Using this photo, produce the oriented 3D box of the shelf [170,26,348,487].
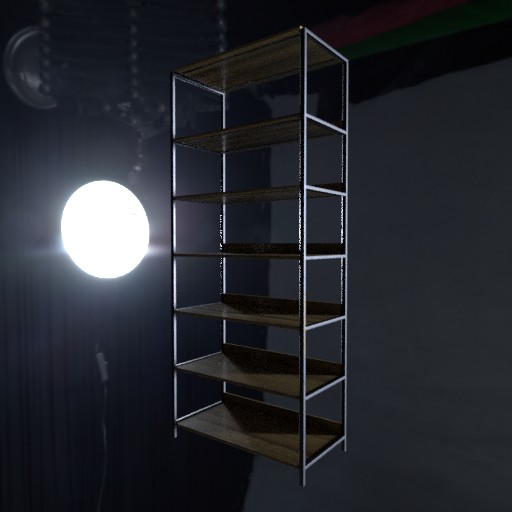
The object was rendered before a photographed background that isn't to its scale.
[{"bbox_3d":[0.000,0.000,2.354,0.847,2.015,0.431,1,2,37],"label":"shelf"}]
